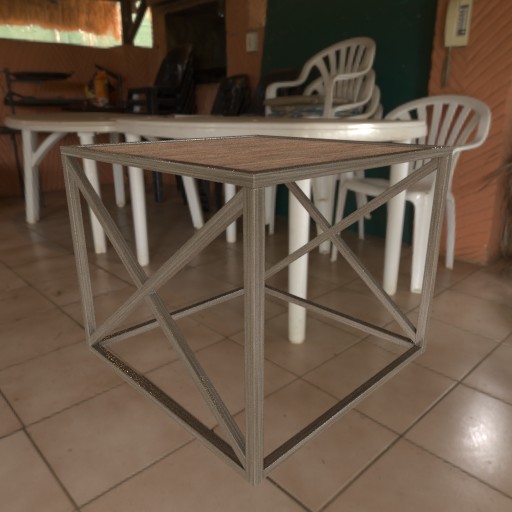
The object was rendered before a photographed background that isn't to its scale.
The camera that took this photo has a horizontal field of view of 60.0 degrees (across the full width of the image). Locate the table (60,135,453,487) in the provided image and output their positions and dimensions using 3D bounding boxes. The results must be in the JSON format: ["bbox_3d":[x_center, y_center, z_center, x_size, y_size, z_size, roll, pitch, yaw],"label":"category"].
[{"bbox_3d":[0.000,0.000,1.051,0.609,0.507,0.611,-17,25,-42],"label":"table"}]
